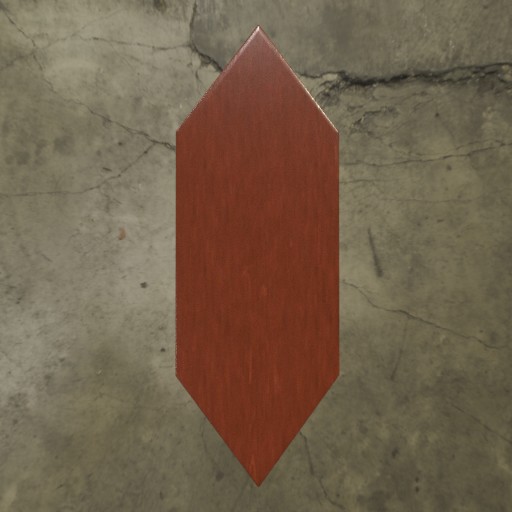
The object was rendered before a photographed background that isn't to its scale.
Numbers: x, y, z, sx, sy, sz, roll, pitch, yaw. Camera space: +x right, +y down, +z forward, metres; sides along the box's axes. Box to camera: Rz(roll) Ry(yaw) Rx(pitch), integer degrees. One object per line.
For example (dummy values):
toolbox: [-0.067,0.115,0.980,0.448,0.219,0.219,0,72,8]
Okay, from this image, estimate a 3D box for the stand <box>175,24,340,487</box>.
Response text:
stand: [0.000,0.000,1.330,0.381,0.614,1.072,0,89,-1]
